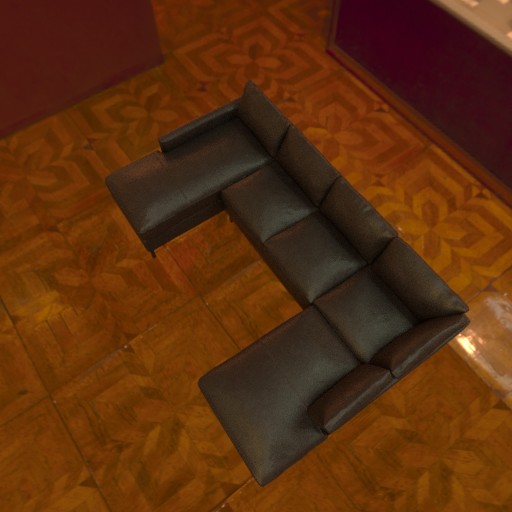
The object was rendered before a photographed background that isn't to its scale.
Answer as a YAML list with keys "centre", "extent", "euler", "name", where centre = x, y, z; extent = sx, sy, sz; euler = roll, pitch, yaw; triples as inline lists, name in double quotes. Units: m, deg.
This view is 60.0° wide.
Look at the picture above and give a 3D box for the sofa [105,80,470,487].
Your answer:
- centre: [0.000, 0.000, 3.781]
  extent: [1.939, 0.900, 2.956]
  euler: [-31, 67, -15]
  name: "sofa"
